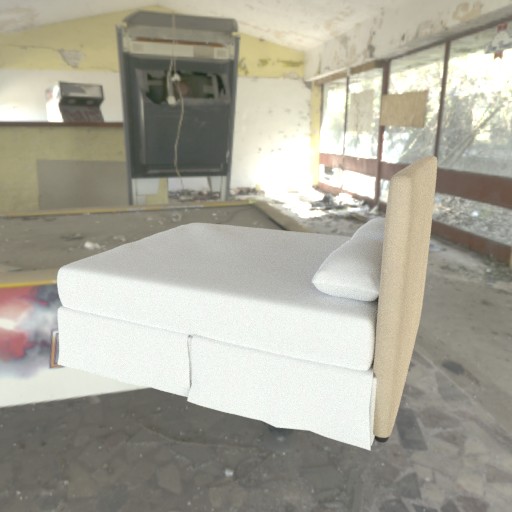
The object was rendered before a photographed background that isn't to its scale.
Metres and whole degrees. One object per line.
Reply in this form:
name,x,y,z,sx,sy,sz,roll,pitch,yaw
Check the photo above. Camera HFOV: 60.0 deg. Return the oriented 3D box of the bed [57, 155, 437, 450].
bed,0.000,0.000,3.053,2.142,1.330,1.723,7,17,24
